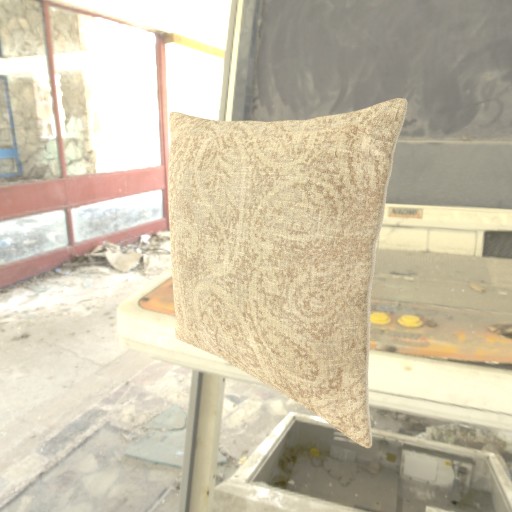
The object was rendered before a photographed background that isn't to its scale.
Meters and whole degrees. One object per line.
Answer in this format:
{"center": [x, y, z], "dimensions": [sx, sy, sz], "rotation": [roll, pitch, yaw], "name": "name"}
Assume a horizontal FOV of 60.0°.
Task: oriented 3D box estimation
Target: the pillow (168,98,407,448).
{"center": [0.000, 0.000, 0.794], "dimensions": [0.166, 0.510, 0.523], "rotation": [-15, 22, -42], "name": "pillow"}
